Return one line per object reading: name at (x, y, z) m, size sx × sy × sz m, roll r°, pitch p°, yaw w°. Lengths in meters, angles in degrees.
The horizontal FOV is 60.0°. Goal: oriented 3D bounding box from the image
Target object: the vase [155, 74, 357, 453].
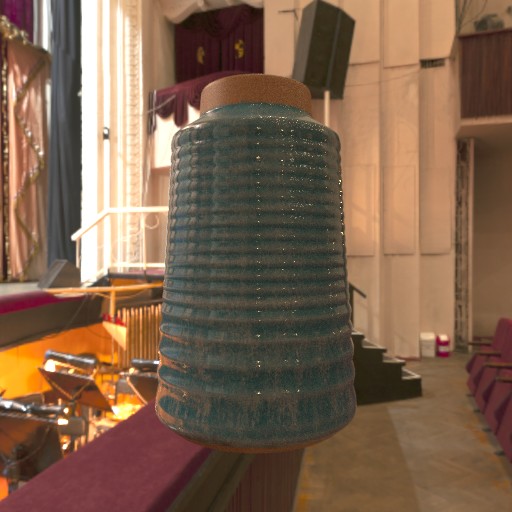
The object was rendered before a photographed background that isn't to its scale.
vase at (0.000, 0.000, 0.368) m, size 0.163 × 0.267 × 0.163 m, roll 0°, pitch 0°, yaw 0°
